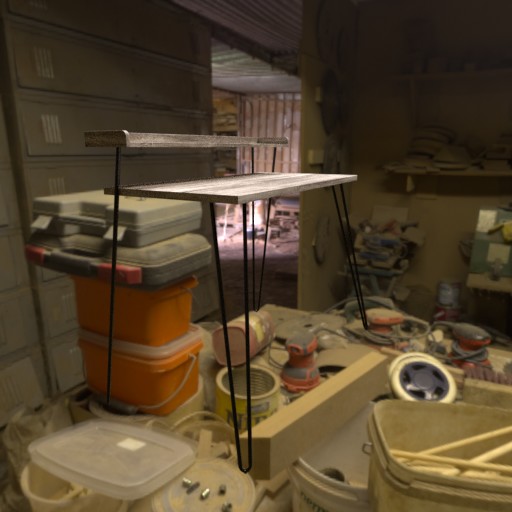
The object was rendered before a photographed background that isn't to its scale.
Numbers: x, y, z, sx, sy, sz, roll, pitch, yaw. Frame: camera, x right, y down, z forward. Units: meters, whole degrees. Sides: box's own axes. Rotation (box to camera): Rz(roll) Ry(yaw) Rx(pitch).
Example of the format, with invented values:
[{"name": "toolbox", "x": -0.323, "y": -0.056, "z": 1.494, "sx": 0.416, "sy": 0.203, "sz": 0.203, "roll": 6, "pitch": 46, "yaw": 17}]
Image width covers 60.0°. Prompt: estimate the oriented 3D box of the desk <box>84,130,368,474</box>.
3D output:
[{"name": "desk", "x": 0.000, "y": 0.000, "z": 1.697, "sx": 0.605, "sy": 0.899, "sz": 1.135, "roll": 8, "pitch": 16, "yaw": 29}]
